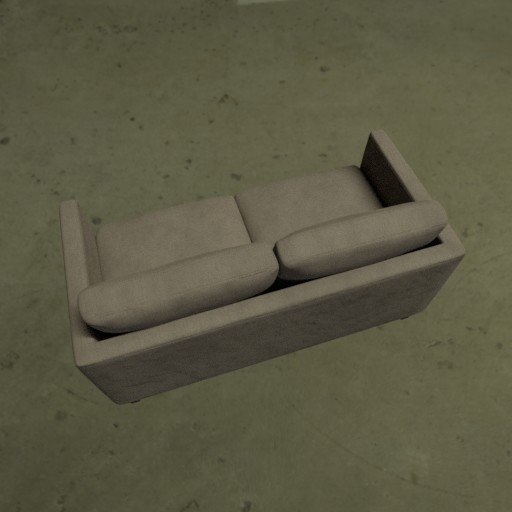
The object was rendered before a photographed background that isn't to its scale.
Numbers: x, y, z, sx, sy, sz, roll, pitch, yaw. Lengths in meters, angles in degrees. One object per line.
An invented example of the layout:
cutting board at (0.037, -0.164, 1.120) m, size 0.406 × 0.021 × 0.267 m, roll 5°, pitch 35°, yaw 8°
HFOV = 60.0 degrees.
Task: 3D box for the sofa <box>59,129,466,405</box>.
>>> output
sofa at (0.000, 0.000, 2.442) m, size 1.884 × 0.963 × 0.950 m, roll -15°, pitch 59°, yaw -9°
